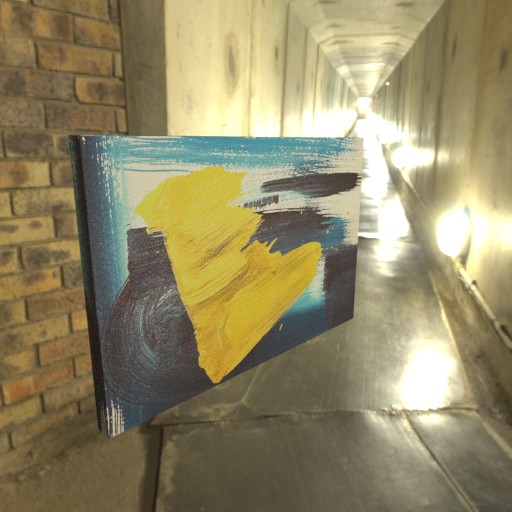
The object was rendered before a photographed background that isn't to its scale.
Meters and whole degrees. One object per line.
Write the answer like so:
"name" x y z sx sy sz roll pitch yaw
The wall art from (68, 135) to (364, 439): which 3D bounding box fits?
"wall art" 0.000 0.000 0.782 0.033 0.406 0.609 14 20 43
